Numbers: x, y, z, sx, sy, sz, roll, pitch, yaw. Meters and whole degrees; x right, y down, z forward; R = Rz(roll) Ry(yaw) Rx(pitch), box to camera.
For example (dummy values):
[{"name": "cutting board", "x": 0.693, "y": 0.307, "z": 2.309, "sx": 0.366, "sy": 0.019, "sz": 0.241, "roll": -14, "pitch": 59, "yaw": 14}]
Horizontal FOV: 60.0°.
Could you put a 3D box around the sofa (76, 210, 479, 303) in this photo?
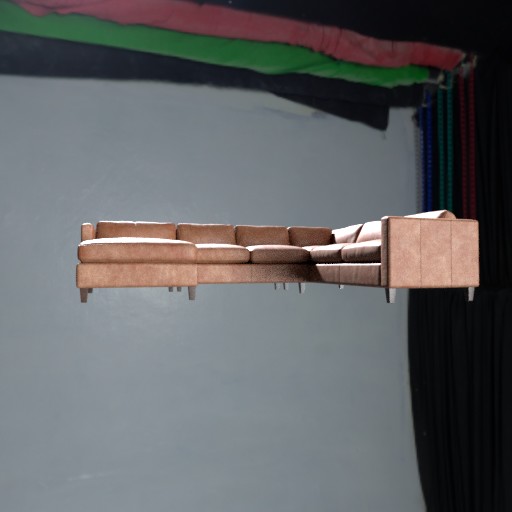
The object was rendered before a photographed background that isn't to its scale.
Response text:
[{"name": "sofa", "x": 0.000, "y": 0.000, "z": 4.565, "sx": 3.401, "sy": 0.832, "sz": 2.430, "roll": 0, "pitch": -2, "yaw": -18}]
